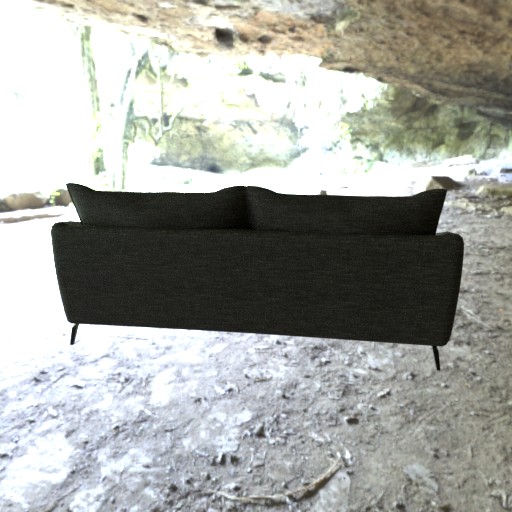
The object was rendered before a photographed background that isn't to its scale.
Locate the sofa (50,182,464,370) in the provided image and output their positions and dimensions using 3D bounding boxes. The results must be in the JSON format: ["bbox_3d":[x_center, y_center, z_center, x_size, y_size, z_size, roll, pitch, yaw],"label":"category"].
[{"bbox_3d":[0.000,0.000,2.404,2.019,0.843,0.807,2,16,8],"label":"sofa"}]
